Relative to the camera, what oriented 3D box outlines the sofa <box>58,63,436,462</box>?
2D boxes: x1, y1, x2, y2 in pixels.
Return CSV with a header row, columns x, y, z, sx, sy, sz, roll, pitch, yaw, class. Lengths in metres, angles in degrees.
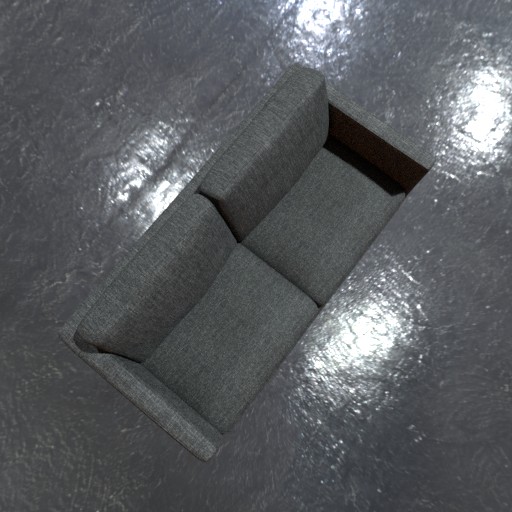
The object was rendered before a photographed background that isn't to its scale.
x,y,z,sx,sy,sz,roll,pitch,yaw,class
0.000,0.000,2.431,0.950,0.963,1.884,38,80,8,sofa
